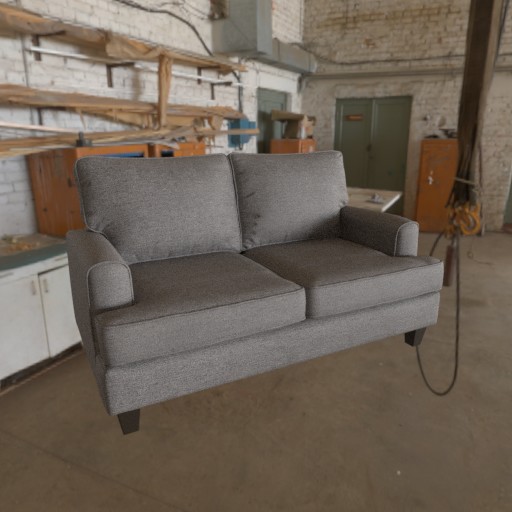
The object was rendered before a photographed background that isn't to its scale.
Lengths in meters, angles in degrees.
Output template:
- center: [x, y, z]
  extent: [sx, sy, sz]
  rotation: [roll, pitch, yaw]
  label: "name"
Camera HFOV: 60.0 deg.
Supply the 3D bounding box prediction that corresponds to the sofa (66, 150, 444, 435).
- center: [0.000, 0.000, 2.174]
  extent: [1.651, 0.965, 0.965]
  rotation: [-8, 18, -27]
  label: "sofa"
